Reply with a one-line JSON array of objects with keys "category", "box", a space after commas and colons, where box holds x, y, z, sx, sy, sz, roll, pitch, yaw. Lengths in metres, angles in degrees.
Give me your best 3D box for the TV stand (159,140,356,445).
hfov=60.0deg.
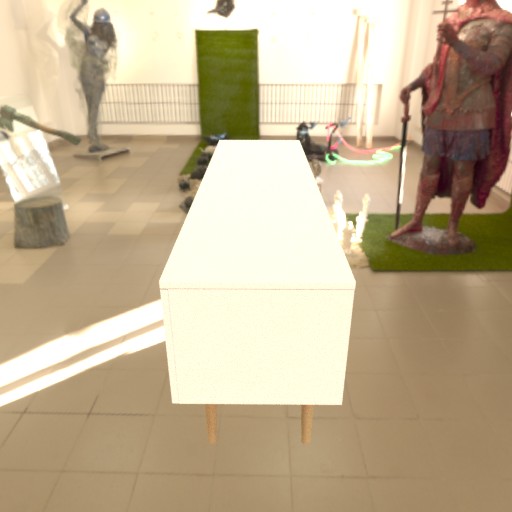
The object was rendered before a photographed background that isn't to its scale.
[{"category": "TV stand", "box": [0.000, 0.000, 1.610, 0.401, 0.560, 1.398, 0, 26, 1]}]
